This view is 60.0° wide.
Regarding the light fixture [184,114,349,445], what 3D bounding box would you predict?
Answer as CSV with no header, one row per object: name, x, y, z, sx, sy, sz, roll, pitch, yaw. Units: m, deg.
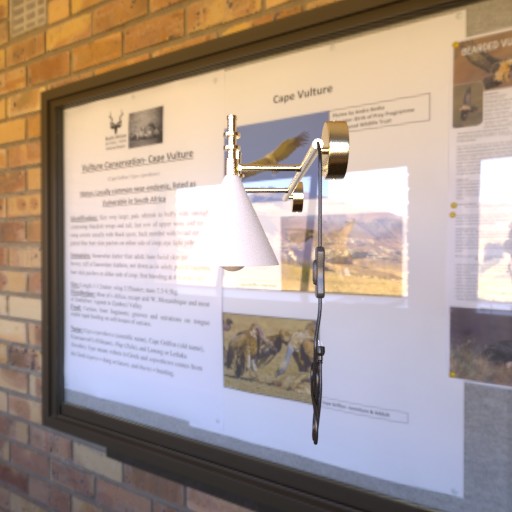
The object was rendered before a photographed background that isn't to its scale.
light fixture,0.000,0.000,0.860,0.239,0.468,0.642,0,1,0
